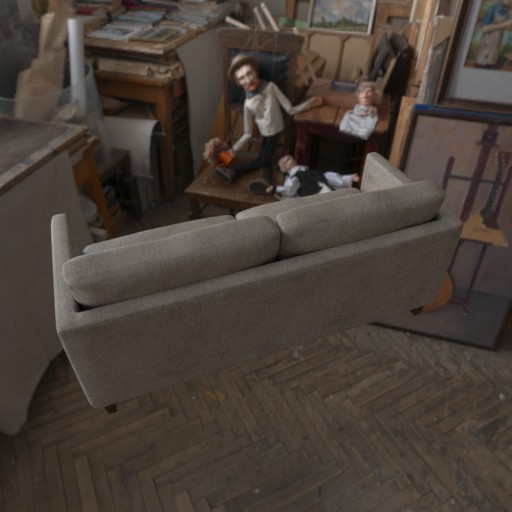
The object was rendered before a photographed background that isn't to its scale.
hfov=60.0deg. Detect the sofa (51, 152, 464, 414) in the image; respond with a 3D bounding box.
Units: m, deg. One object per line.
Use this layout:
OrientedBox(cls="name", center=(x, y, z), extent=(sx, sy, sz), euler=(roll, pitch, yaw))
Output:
OrientedBox(cls="sofa", center=(0.000, 0.000, 2.702), extent=(2.208, 0.965, 0.951), euler=(-14, 43, -16))
